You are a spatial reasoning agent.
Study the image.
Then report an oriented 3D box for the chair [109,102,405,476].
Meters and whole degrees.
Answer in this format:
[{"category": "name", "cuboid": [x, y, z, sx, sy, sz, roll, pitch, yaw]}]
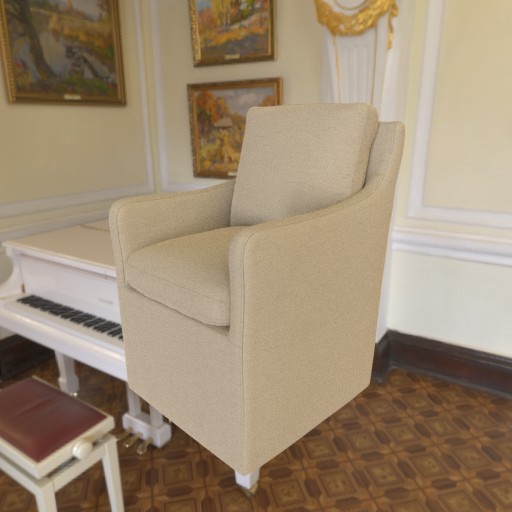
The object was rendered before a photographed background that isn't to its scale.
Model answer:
[{"category": "chair", "cuboid": [0.000, 0.000, 1.390, 0.626, 0.914, 0.694, 16, 23, 43]}]
